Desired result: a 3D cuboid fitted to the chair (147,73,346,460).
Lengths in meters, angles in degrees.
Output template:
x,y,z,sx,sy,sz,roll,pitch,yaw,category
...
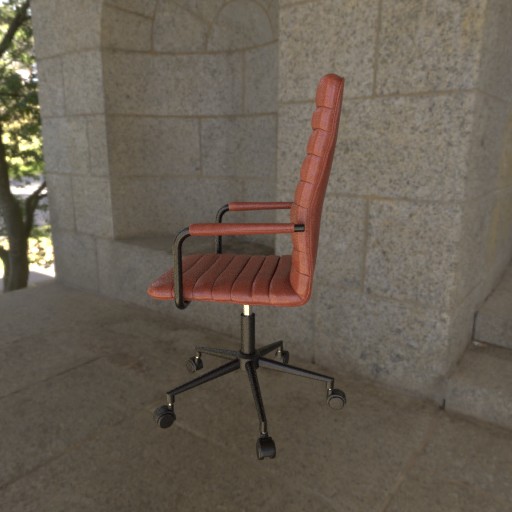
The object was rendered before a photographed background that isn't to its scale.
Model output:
x,y,z,sx,sy,sz,roll,pitch,yaw,category
0.000,0.000,1.344,0.580,0.979,0.608,2,14,8,chair
